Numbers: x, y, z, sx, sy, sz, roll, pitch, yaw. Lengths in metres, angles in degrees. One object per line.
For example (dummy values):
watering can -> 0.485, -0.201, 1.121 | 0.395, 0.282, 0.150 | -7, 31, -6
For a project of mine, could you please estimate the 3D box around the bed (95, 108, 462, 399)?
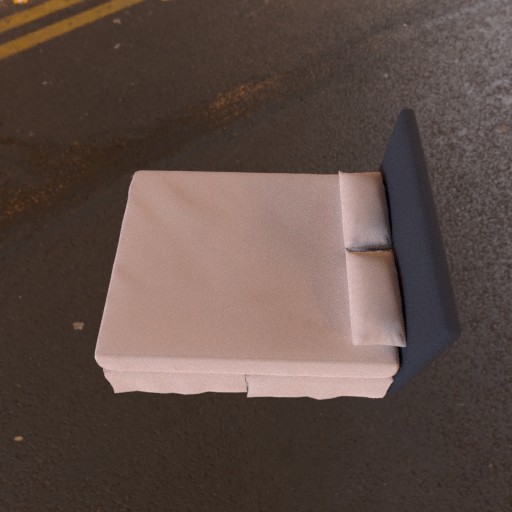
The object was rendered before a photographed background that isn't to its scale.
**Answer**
bed -> 0.000, 0.000, 3.199 | 2.162, 1.330, 1.713 | 1, 60, 1
